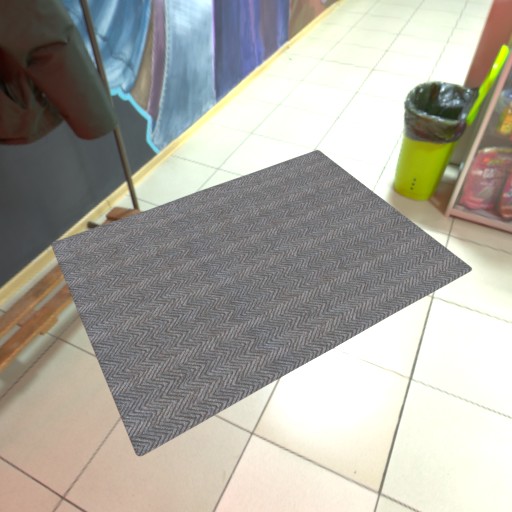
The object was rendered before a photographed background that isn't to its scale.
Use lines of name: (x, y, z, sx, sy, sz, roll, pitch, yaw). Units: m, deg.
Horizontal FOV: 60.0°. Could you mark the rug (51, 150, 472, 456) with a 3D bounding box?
rug: (0.000, 0.000, 5.115, 3.957, 0.011, 2.894, -23, 50, -21)
